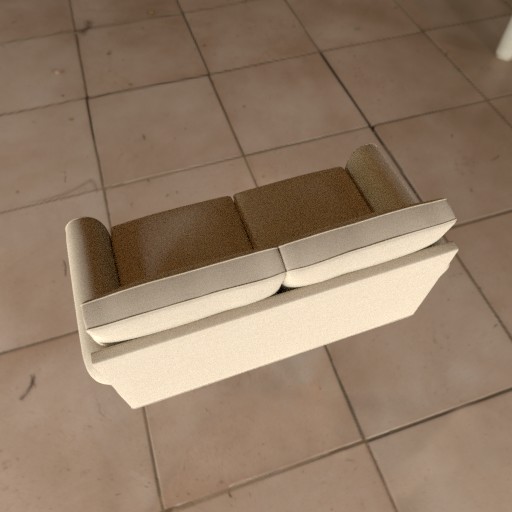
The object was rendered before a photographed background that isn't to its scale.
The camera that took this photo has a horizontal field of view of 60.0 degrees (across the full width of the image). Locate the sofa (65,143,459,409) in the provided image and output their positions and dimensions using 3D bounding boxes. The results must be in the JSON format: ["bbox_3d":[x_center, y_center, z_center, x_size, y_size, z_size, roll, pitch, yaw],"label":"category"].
[{"bbox_3d":[0.000,0.000,2.272,1.774,0.933,0.861,-16,59,-10],"label":"sofa"}]
